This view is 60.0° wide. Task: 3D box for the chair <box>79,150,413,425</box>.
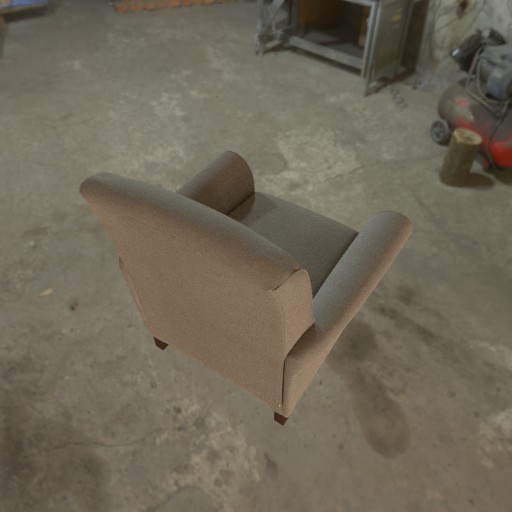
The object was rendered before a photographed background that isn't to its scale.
[{"bbox_3d":[0.000,0.000,1.805,0.978,1.061,0.905,25,50,23],"label":"chair"}]
